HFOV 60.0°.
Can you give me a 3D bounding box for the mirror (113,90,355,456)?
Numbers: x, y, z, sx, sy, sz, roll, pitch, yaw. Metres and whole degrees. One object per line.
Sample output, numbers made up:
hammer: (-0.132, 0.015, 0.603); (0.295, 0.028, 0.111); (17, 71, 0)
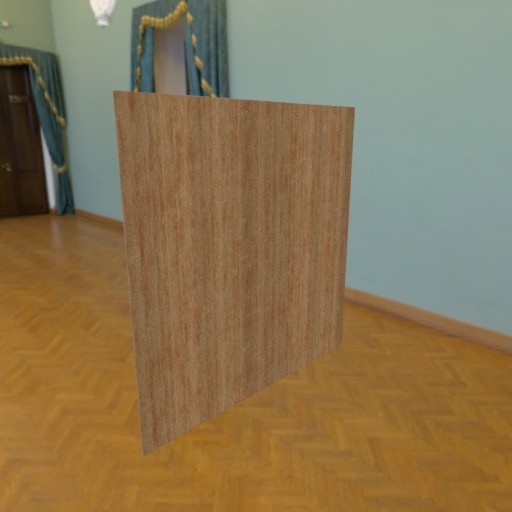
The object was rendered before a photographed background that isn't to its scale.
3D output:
mirror: (0.000, 0.000, 0.986); (0.651, 0.651, 0.047); (-15, 21, -43)
